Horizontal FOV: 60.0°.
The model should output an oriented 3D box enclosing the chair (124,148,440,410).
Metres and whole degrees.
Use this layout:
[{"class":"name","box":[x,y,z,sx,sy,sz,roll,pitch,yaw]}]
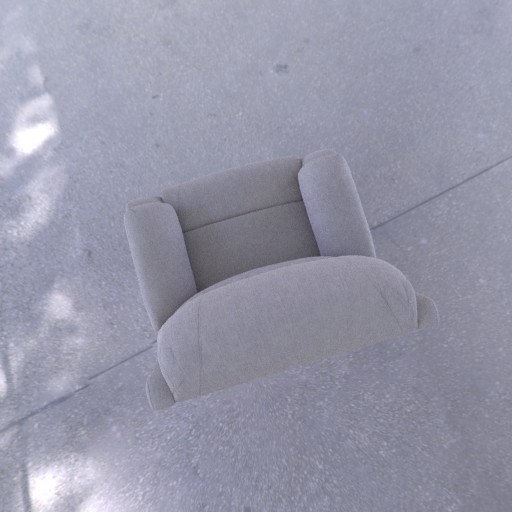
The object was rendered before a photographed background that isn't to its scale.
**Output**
[{"class":"chair","box":[0.000,0.000,1.741,0.930,1.011,0.899,-16,75,-4]}]
